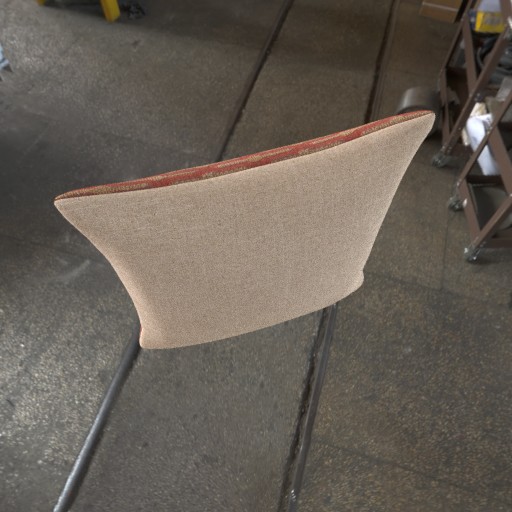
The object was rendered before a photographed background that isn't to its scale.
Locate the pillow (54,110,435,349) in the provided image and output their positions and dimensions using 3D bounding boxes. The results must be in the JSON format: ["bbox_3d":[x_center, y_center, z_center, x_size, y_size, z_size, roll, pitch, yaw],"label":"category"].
[{"bbox_3d":[0.000,0.000,0.771,0.511,0.503,0.182,-15,60,-9],"label":"pillow"}]
